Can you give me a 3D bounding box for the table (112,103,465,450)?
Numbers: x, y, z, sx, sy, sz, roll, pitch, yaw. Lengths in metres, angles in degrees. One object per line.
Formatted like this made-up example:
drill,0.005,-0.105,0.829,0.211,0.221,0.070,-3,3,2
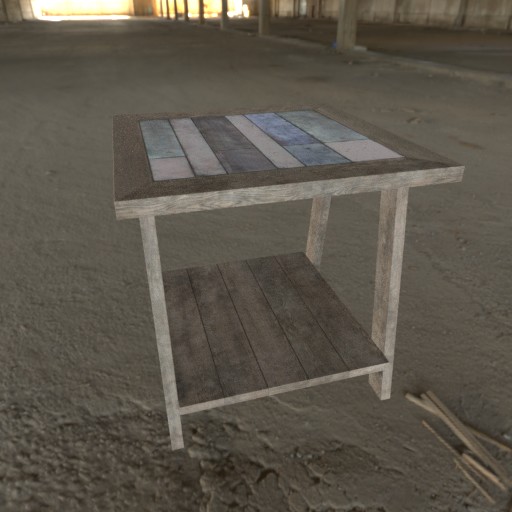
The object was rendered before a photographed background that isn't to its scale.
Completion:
table,0.000,0.000,1.130,0.610,0.610,0.610,-8,30,-14
